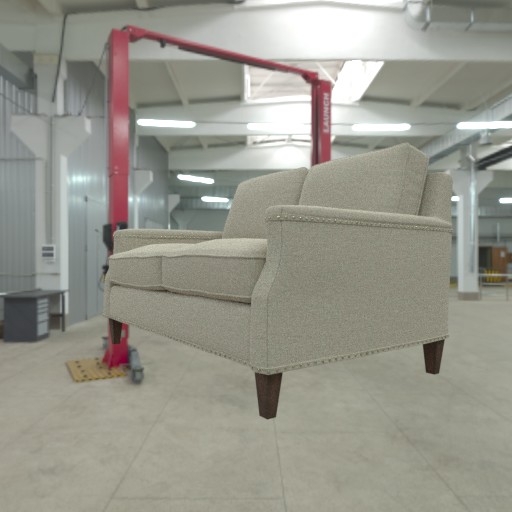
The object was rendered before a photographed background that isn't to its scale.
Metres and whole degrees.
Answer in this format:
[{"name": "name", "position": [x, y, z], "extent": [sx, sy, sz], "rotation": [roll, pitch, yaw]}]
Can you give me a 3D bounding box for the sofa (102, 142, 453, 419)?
[{"name": "sofa", "position": [0.000, 0.000, 2.243], "extent": [1.084, 1.003, 1.597], "rotation": [0, 0, -36]}]
